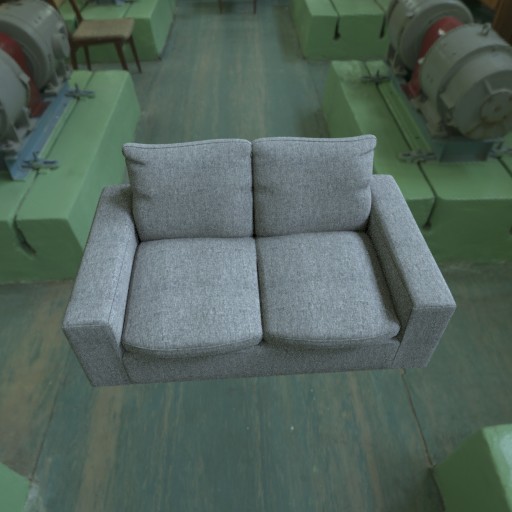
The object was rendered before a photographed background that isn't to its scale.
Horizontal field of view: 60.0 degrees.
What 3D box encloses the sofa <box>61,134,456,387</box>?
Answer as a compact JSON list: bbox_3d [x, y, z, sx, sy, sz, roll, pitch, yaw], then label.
[{"bbox_3d":[0.000,0.000,2.355,1.758,0.877,1.094,-3,45,-3],"label":"sofa"}]
